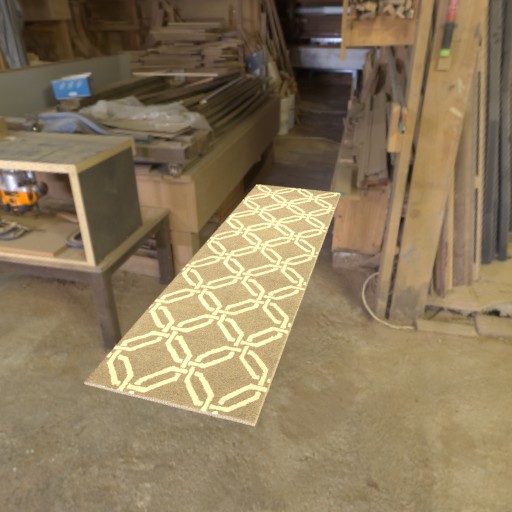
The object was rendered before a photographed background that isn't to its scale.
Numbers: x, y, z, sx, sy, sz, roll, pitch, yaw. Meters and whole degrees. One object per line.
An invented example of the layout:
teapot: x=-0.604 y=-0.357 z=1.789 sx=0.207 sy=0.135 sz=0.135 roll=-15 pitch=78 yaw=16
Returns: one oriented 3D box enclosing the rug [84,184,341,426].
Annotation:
rug: x=0.000 y=0.000 z=2.540 sx=0.678 sy=0.014 sz=2.276 roll=8 pitch=30 yaw=15
